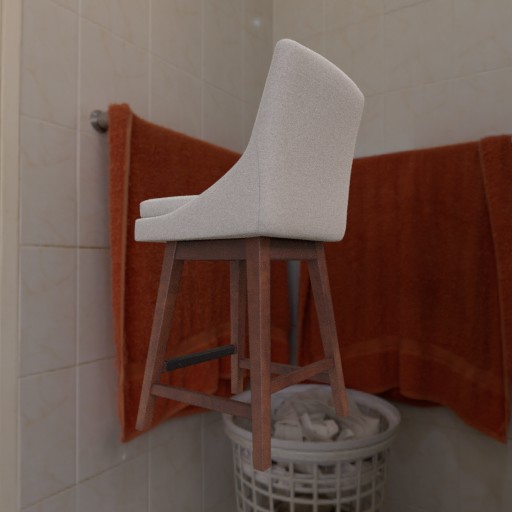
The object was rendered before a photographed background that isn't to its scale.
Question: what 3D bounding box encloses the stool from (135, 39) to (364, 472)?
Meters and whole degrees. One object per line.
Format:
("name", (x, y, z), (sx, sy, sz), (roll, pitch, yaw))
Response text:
("stool", (0.000, 0.000, 1.315), (0.559, 0.991, 0.469), (-1, -1, 36))
